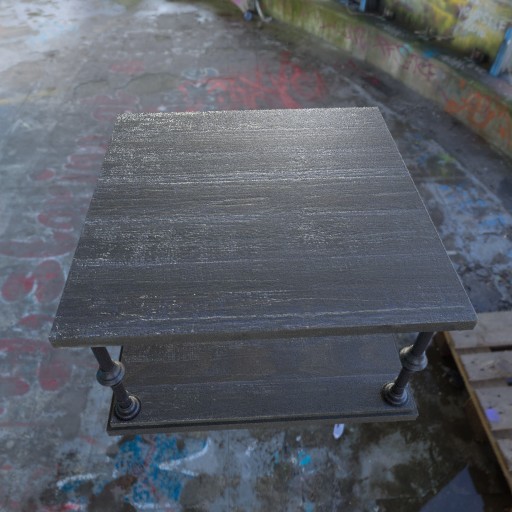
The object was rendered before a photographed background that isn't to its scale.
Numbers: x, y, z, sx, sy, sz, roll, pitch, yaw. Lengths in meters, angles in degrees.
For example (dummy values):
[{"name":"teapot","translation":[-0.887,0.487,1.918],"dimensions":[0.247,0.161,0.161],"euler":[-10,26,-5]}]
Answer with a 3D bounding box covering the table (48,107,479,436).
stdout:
[{"name":"table","translation":[0.000,0.000,1.097],"dimensions":[0.696,0.400,0.696],"euler":[-2,47,-2]}]
